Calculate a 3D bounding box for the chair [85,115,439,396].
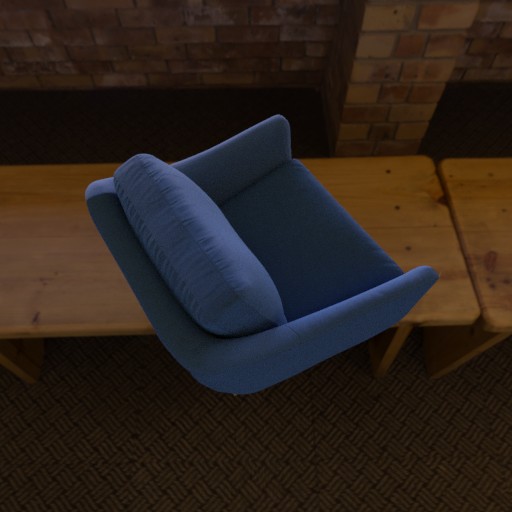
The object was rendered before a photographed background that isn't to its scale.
[{"bbox_3d":[0.000,0.000,1.756,0.961,0.899,0.987,-29,63,-16],"label":"chair"}]
